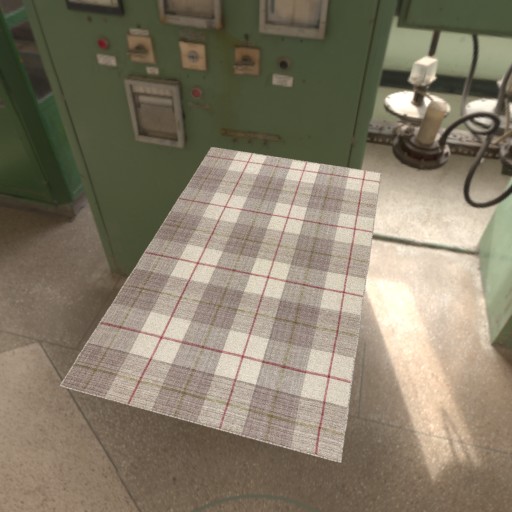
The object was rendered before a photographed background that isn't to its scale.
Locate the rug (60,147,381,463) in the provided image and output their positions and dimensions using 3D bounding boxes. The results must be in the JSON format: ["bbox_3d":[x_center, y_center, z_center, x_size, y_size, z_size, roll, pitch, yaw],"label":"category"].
[{"bbox_3d":[0.000,0.000,3.095,1.549,0.010,2.464,11,47,11],"label":"rug"}]
